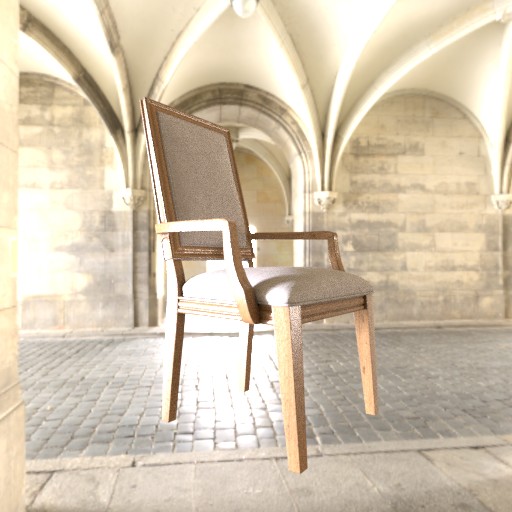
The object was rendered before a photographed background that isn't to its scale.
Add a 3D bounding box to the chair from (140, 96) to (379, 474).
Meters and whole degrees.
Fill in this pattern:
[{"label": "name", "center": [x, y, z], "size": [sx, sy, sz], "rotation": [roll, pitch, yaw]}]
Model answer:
[{"label": "chair", "center": [0.000, 0.000, 1.379], "size": [0.602, 0.990, 0.606], "rotation": [0, -1, 36]}]
